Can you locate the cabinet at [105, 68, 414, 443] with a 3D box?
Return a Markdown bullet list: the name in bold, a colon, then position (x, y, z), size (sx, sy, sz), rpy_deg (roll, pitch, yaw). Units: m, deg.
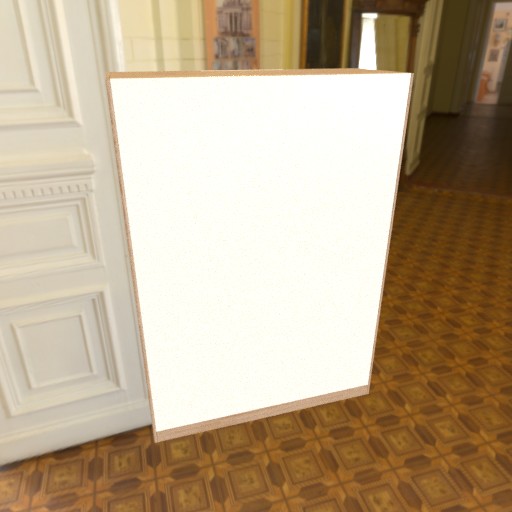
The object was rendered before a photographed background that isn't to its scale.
- **cabinet**: position (0.000, 0.000, 2.768), size (1.500, 2.120, 0.590), rpy_deg (-7, 26, -15)
